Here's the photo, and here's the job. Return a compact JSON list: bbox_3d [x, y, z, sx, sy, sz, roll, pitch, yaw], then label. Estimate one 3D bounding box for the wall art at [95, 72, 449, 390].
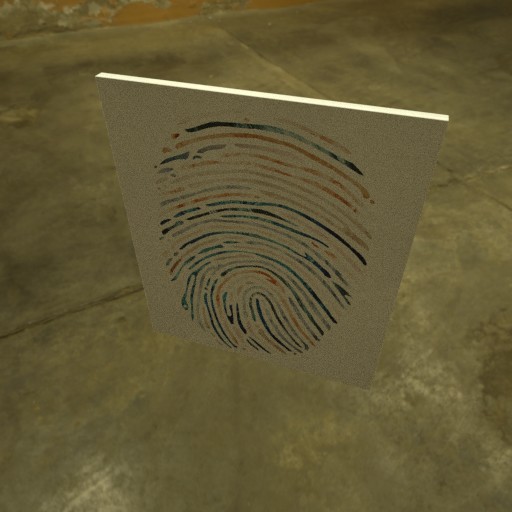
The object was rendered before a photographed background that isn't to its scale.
[{"bbox_3d":[0.000,0.000,0.968,0.609,0.710,0.021,12,42,14],"label":"wall art"}]
